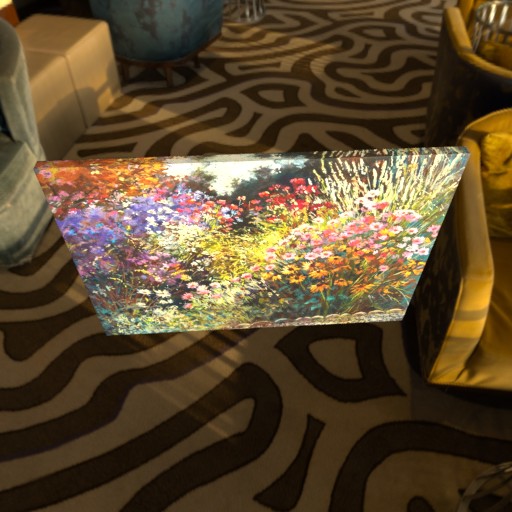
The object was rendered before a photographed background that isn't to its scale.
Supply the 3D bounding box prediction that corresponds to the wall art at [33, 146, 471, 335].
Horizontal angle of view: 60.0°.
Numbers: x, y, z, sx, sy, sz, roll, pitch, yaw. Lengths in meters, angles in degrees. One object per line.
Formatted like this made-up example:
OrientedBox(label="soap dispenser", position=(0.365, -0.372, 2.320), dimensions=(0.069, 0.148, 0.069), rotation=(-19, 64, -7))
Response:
OrientedBox(label="wall art", position=(0.000, 0.000, 1.439), dimensions=(1.136, 0.760, 0.042), rotation=(-3, 47, -2))
